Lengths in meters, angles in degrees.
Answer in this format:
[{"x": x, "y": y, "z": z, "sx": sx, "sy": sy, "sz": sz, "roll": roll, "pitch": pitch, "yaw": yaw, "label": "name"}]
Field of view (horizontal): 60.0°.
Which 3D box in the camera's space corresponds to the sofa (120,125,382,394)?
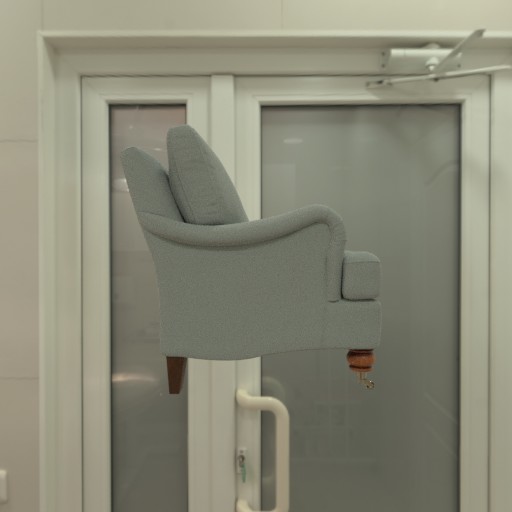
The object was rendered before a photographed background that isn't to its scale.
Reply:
[{"x": 0.000, "y": 0.000, "z": 2.810, "sx": 1.069, "sy": 1.096, "sz": 2.193, "roll": 0, "pitch": 0, "yaw": 1, "label": "sofa"}]
